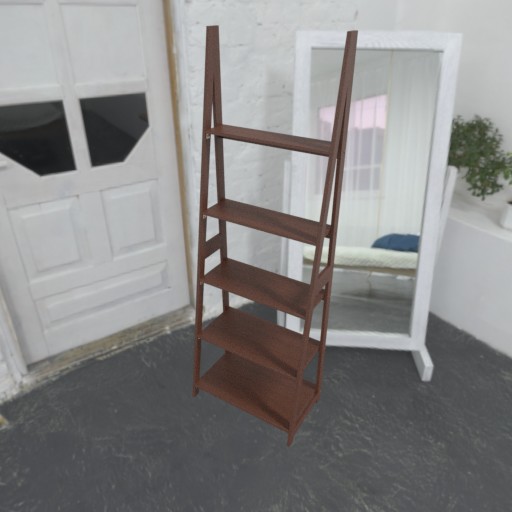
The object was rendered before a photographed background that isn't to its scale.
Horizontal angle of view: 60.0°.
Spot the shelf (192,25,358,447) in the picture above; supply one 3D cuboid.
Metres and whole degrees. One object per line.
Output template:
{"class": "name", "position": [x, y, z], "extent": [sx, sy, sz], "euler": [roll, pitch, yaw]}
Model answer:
{"class": "shelf", "position": [0.000, 0.000, 1.947], "extent": [0.600, 1.770, 0.350], "euler": [17, 34, 27]}
